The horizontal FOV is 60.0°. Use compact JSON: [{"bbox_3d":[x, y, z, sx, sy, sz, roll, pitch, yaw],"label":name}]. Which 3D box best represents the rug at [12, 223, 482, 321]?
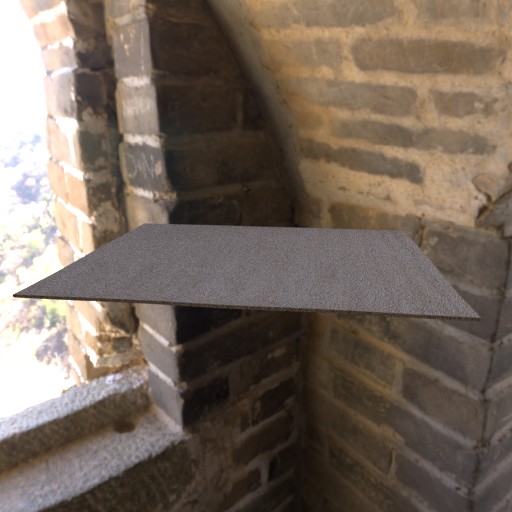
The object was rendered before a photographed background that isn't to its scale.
[{"bbox_3d":[0.000,0.000,3.947,3.000,0.026,2.400,2,16,7],"label":"rug"}]
